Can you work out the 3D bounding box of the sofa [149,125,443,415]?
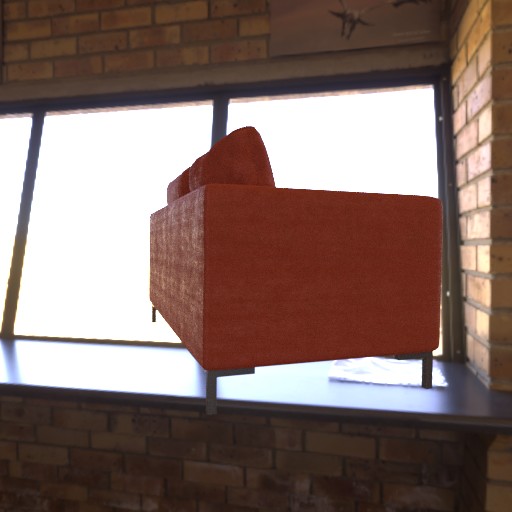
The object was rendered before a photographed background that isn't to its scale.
[{"bbox_3d":[0.000,0.000,2.120,0.864,0.896,1.574,0,1,-19],"label":"sofa"}]
